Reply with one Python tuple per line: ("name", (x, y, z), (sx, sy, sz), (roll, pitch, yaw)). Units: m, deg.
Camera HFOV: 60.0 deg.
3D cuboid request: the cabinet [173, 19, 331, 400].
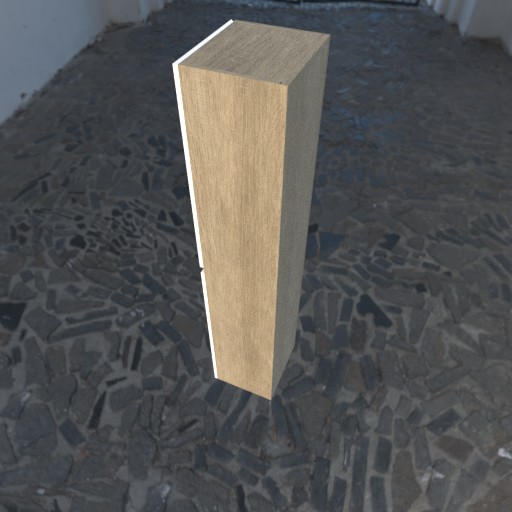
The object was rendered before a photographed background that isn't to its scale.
("cabinet", (0.000, 0.000, 1.538), (0.270, 1.400, 0.300), (17, 49, 16))
